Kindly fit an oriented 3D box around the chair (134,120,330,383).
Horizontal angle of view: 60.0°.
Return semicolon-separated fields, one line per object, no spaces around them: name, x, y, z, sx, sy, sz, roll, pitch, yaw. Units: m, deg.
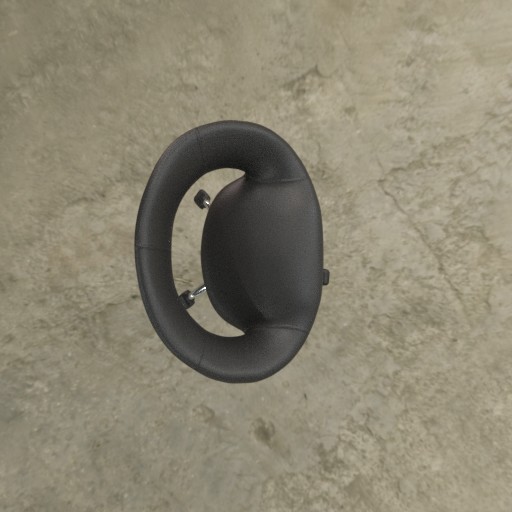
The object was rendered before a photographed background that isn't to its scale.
chair;0.000;0.000;1.206;0.538;0.791;0.612;0;87;-1
